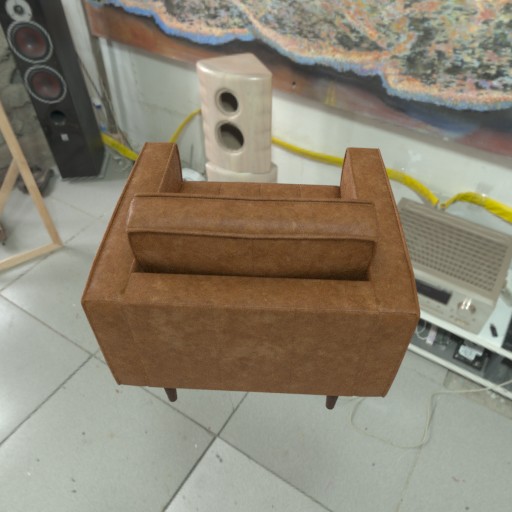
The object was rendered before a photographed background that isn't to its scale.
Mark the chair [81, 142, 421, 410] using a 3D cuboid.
[{"bbox_3d":[0.000,0.000,1.536,0.928,0.767,0.798,2,45,2],"label":"chair"}]
